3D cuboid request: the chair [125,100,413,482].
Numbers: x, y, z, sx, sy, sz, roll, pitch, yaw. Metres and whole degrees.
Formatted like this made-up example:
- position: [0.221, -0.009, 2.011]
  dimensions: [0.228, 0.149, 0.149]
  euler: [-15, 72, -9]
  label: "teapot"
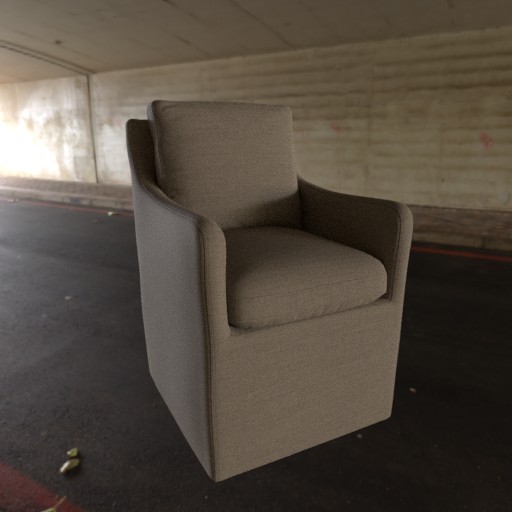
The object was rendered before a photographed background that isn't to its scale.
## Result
- position: [0.000, 0.000, 1.346]
  dimensions: [0.626, 0.914, 0.694]
  euler: [-8, 17, -27]
  label: "chair"
